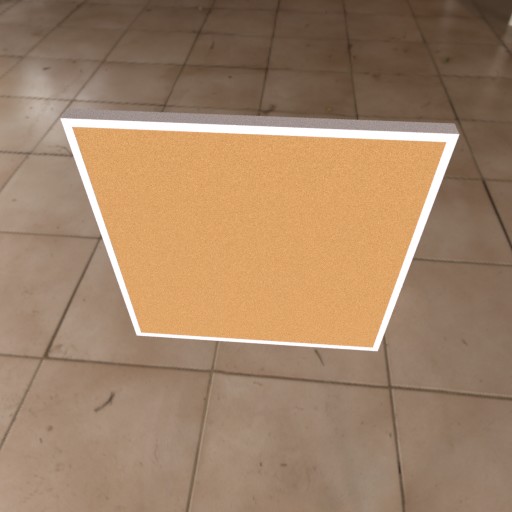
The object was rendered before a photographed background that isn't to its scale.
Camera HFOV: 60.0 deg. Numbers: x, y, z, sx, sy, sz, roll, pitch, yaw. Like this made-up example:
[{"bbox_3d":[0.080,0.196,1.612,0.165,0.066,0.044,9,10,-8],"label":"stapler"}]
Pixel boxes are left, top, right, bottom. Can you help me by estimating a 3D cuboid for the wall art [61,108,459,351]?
[{"bbox_3d":[0.000,0.000,1.134,0.762,0.762,0.038,3,47,3],"label":"wall art"}]
